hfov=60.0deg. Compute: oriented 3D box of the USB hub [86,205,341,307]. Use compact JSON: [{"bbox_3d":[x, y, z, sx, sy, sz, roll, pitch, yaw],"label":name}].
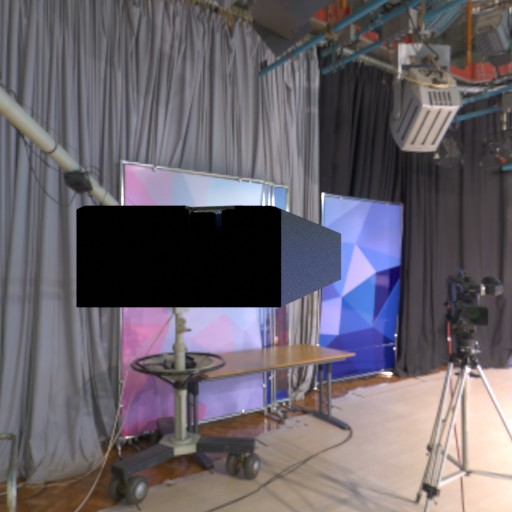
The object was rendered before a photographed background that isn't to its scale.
[{"bbox_3d":[0.000,0.000,0.156,0.044,0.023,0.145,0,0,17],"label":"USB hub"}]
